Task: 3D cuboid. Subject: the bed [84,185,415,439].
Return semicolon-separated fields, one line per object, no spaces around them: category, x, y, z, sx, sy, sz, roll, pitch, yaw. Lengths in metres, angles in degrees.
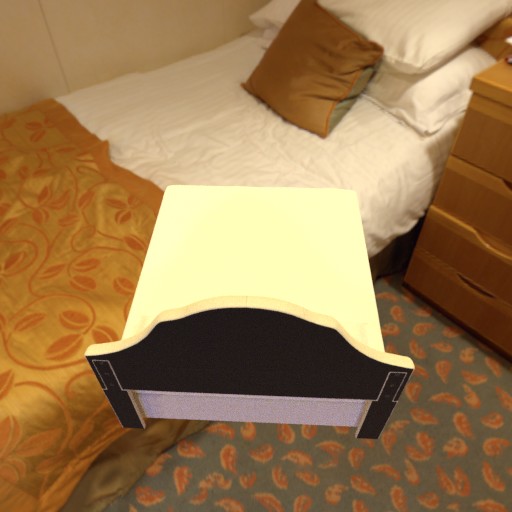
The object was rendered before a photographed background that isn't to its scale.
bed;0.000;0.000;3.555;2.008;1.615;2.214;2;47;2
